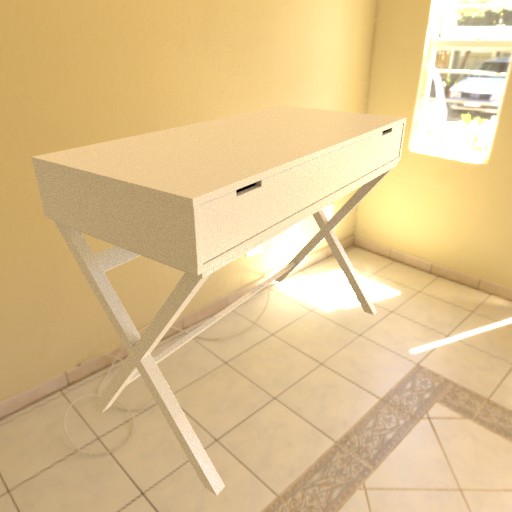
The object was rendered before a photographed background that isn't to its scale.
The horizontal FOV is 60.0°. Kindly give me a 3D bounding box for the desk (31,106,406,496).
[{"bbox_3d":[0.000,0.000,1.438,0.509,0.780,1.059,18,31,32],"label":"desk"}]
